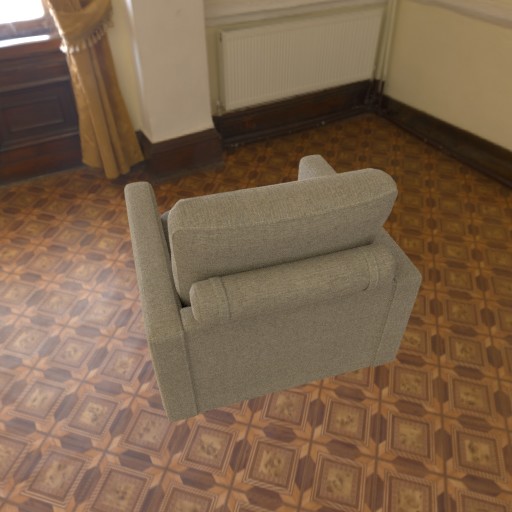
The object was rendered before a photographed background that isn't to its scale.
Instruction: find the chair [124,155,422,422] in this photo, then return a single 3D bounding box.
[{"bbox_3d":[0.000,0.000,1.581,0.821,0.880,0.843,-11,43,-13],"label":"chair"}]
